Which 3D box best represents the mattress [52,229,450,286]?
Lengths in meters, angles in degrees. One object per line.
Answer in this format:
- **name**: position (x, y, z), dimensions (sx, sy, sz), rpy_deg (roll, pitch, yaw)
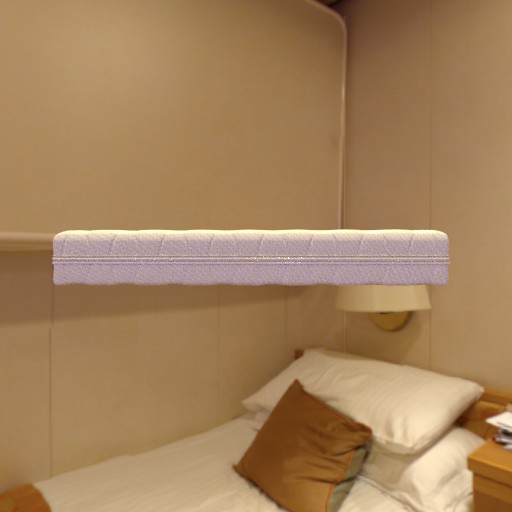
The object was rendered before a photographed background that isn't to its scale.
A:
- **mattress**: position (0.000, 0.000, 2.547), dimensions (1.400, 0.200, 2.000), rpy_deg (0, 0, 2)
